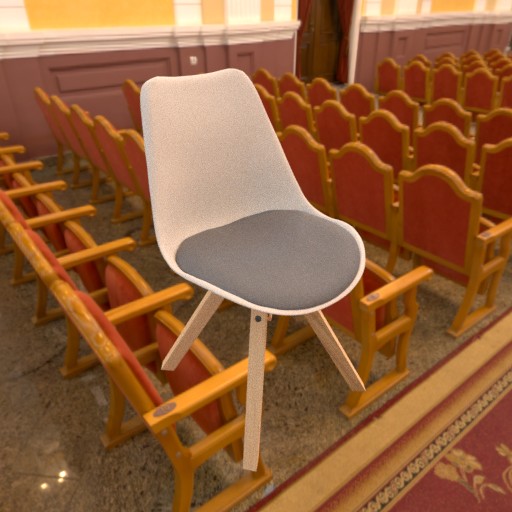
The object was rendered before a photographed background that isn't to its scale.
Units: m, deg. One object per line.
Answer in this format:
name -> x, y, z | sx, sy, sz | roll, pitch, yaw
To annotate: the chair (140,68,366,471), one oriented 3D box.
chair -> 0.000, 0.000, 1.172 | 0.485, 0.850, 0.550 | -22, 37, -32
